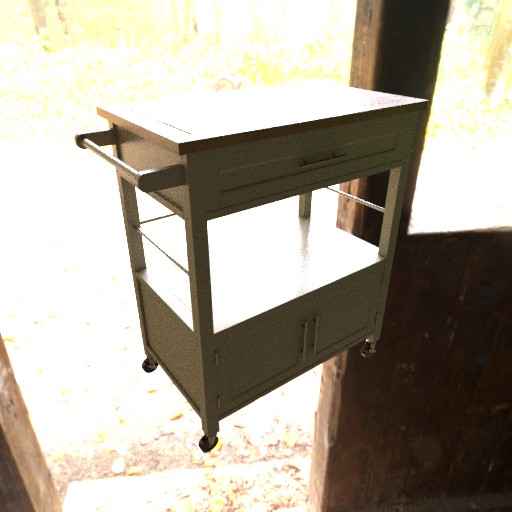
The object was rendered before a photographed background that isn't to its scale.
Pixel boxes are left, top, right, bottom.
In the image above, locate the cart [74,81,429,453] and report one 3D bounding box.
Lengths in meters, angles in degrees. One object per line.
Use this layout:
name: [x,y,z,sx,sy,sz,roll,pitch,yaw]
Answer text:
cart: [0.000,0.000,1.372,0.840,0.901,0.459,-19,34,-31]
